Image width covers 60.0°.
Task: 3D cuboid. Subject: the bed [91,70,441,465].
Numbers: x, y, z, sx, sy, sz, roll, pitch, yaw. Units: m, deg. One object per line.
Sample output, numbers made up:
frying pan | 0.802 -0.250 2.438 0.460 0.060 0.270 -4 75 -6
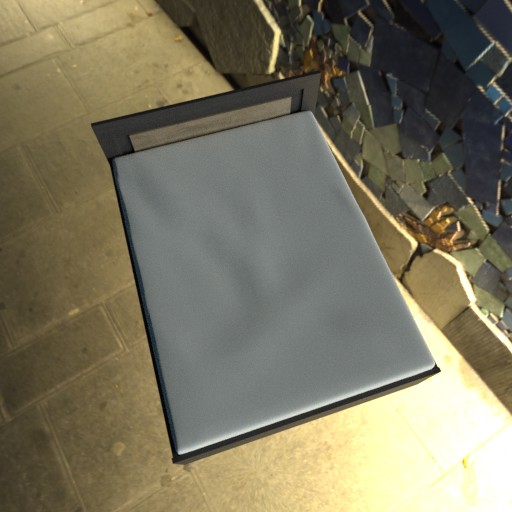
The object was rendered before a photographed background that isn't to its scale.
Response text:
bed | 0.000 0.000 2.892 1.585 0.823 2.073 -16 65 -8
